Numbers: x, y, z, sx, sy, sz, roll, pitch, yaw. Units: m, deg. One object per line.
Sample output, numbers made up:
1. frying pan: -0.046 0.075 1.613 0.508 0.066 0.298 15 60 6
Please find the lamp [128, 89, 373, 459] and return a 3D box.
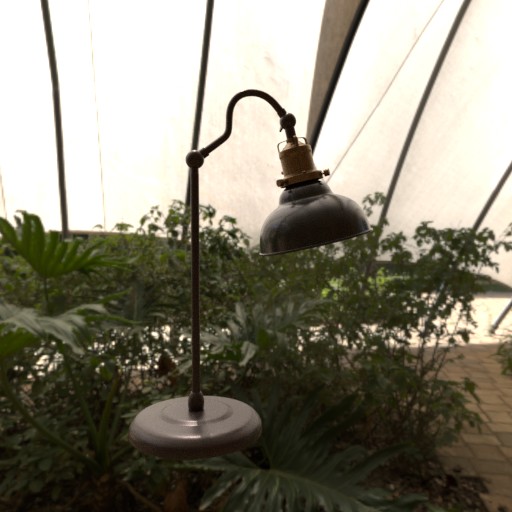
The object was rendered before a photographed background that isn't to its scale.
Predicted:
1. lamp: 0.000 0.000 0.676 0.374 0.508 0.192 0 0 -17
